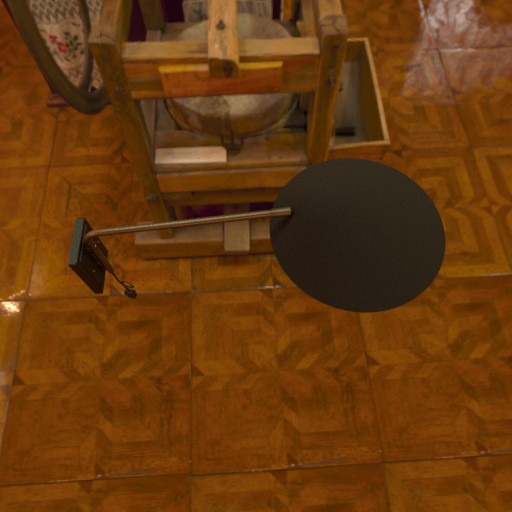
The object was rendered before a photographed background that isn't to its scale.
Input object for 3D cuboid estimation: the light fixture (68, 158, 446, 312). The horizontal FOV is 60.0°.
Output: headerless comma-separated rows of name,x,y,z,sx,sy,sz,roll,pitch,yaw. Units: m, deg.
light fixture,0.000,0.000,0.680,0.516,0.312,0.240,-1,65,-1
